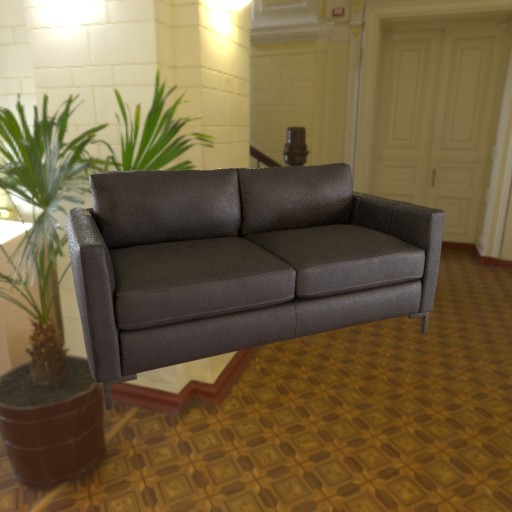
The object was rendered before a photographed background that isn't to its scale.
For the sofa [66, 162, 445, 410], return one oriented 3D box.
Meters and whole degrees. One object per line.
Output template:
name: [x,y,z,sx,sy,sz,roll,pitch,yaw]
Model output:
sofa: [0.000,0.000,2.340,1.805,0.883,0.947,-8,18,-25]
